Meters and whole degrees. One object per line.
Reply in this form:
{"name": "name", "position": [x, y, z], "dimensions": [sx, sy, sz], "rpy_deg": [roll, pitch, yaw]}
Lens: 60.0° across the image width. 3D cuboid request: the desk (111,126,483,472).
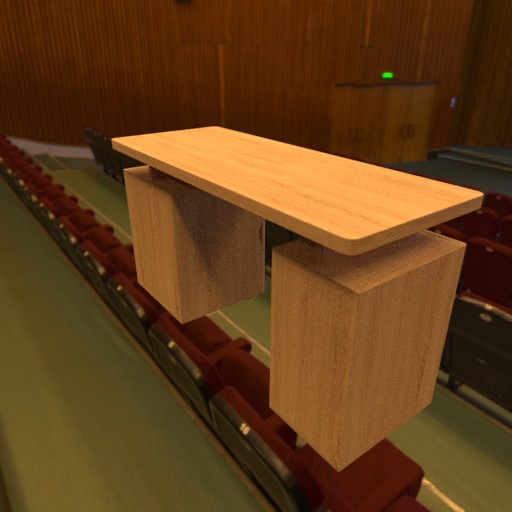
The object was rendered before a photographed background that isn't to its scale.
{"name": "desk", "position": [0.000, 0.000, 1.745], "dimensions": [0.550, 0.760, 1.400], "rpy_deg": [-18, 31, -33]}
